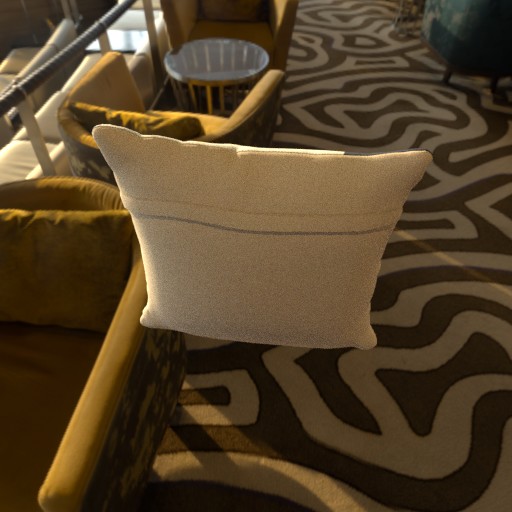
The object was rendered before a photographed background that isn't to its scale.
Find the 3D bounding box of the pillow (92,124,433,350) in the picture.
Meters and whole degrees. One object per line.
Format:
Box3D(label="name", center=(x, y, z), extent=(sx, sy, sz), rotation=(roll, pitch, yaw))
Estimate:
Box3D(label="pillow", center=(0.000, 0.000, 0.830), extent=(0.536, 0.506, 0.229), rotation=(5, 45, 4))
